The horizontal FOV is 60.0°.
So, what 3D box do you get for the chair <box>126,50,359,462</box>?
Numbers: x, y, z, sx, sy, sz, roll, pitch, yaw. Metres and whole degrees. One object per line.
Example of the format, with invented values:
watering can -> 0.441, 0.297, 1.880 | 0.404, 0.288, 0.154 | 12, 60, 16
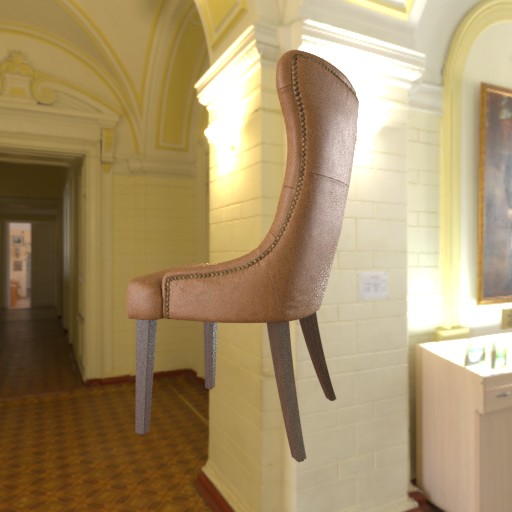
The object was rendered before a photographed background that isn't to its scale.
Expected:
chair -> 0.000, 0.000, 1.465 | 0.669, 1.065, 0.611 | 0, 0, 19
